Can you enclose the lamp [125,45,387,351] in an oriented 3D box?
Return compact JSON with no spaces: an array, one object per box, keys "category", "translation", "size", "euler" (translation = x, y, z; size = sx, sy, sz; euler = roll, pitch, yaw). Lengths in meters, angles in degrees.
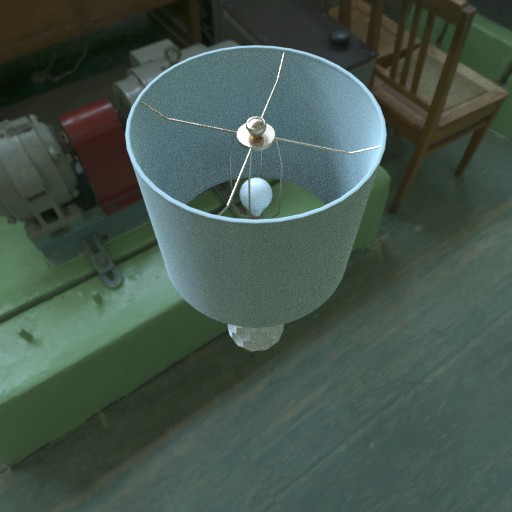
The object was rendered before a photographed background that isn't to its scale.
[{"category":"lamp","translation":[0.000,0.000,0.699],"size":[0.277,0.534,0.277],"euler":[-31,62,-19]}]
